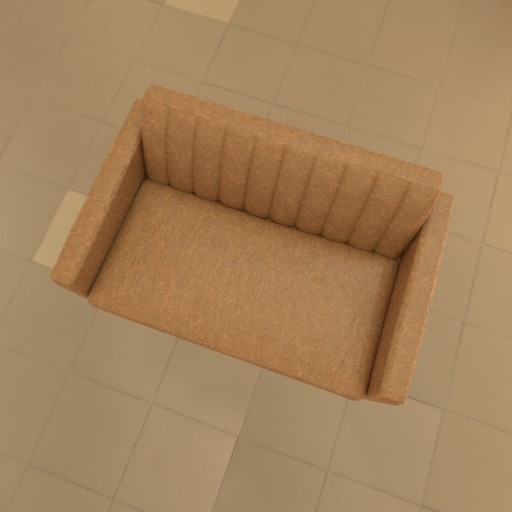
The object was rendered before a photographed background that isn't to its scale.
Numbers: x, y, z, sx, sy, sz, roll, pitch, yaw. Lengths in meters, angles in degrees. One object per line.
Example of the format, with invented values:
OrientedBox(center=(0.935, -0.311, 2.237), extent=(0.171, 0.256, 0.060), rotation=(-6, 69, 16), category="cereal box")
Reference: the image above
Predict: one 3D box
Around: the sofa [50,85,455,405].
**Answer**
OrientedBox(center=(0.000, 0.000, 2.112), extent=(1.549, 0.820, 0.960), rotation=(19, 75, 5), category="sofa")
